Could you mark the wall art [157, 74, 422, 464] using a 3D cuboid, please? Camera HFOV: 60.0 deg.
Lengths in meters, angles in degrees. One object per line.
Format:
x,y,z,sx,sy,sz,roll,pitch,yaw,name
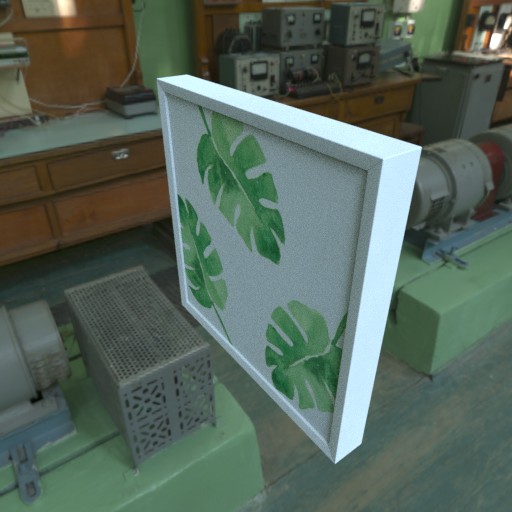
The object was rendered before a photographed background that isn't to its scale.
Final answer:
0.000,0.000,0.457,0.038,0.305,0.305,-22,38,-30,wall art
